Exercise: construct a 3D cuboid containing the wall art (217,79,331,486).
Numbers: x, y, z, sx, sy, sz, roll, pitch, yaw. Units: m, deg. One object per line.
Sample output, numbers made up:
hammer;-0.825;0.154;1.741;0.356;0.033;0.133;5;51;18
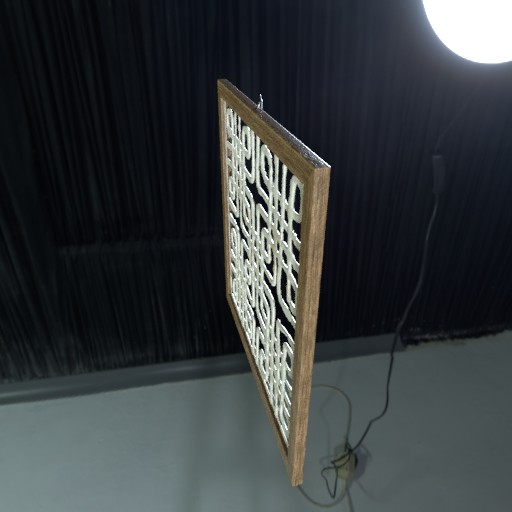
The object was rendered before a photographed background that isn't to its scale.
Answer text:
wall art;0.000;0.000;0.835;0.021;0.582;0.561;-8;32;-13
